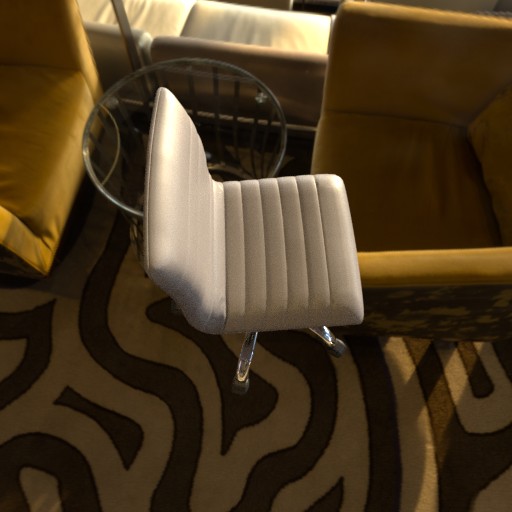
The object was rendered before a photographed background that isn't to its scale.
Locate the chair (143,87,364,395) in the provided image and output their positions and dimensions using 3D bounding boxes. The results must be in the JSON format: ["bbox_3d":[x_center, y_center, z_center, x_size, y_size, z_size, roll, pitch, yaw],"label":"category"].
[{"bbox_3d":[0.000,0.000,1.109,0.542,0.750,0.569,-2,64,-1],"label":"chair"}]
